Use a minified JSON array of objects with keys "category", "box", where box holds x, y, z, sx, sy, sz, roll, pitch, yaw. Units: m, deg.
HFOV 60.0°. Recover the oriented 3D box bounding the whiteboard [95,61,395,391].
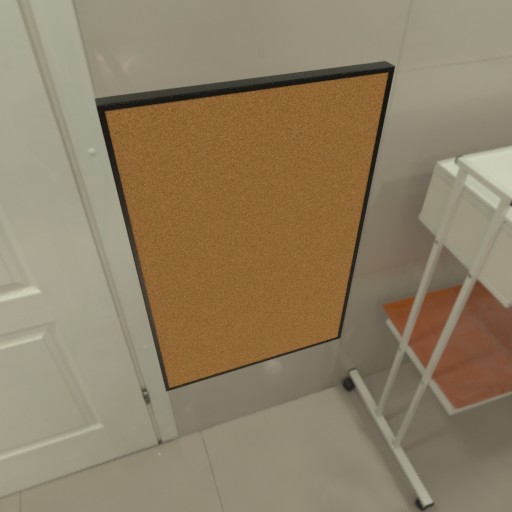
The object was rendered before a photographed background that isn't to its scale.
[{"category":"whiteboard","box":[0.000,0.000,0.780,0.406,0.611,0.026,-13,43,-15]}]
